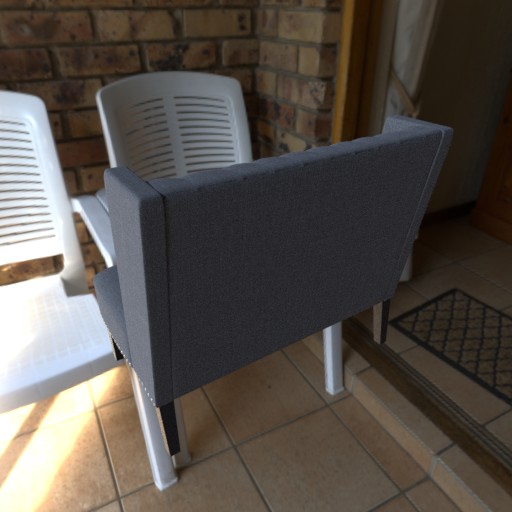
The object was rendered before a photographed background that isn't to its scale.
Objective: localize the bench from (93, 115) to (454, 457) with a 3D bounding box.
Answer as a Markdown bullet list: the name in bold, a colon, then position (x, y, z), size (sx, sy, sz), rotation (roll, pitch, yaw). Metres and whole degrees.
- **bench**: position (0.000, 0.000, 1.957), size (1.276, 1.121, 0.842), rotation (-18, 35, -29)
